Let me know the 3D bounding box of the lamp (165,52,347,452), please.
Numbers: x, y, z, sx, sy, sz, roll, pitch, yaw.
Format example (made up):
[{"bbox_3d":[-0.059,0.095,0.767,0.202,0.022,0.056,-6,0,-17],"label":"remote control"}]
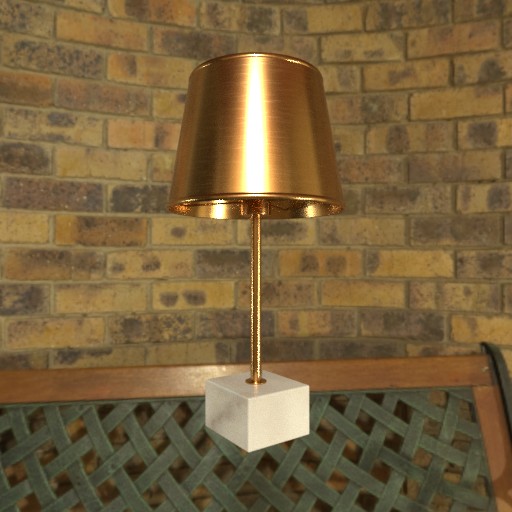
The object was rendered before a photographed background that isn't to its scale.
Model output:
[{"bbox_3d":[0.000,0.000,0.518,0.208,0.406,0.208,0,-1,0],"label":"lamp"}]
